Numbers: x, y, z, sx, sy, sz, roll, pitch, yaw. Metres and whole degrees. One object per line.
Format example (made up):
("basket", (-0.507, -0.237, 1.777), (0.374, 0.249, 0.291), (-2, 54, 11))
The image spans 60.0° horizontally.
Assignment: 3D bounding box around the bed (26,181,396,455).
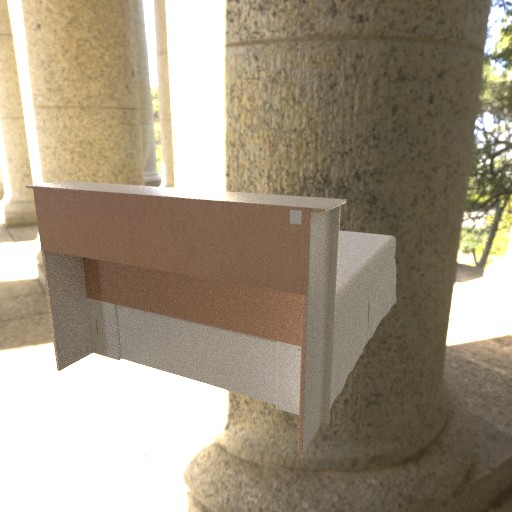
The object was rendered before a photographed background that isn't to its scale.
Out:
("bed", (0.000, 0.000, 3.059), (1.671, 1.092, 2.133), (8, 17, 26))
